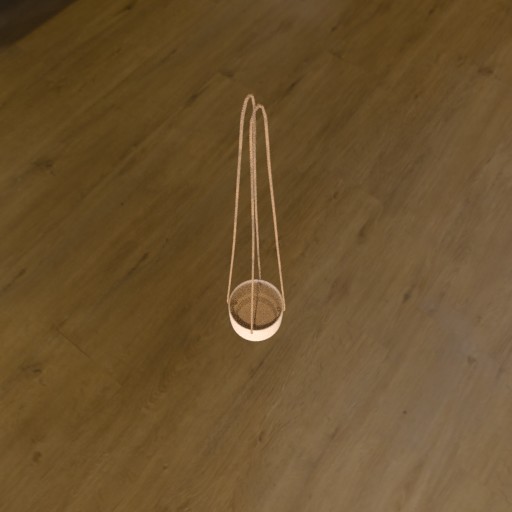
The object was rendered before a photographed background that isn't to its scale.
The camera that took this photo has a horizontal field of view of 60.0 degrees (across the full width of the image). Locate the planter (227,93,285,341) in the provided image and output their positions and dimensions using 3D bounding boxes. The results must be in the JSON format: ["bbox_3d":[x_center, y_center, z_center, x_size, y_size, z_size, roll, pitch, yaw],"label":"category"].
[{"bbox_3d":[0.000,0.000,0.908,0.146,0.841,0.146,-34,68,-15],"label":"planter"}]
